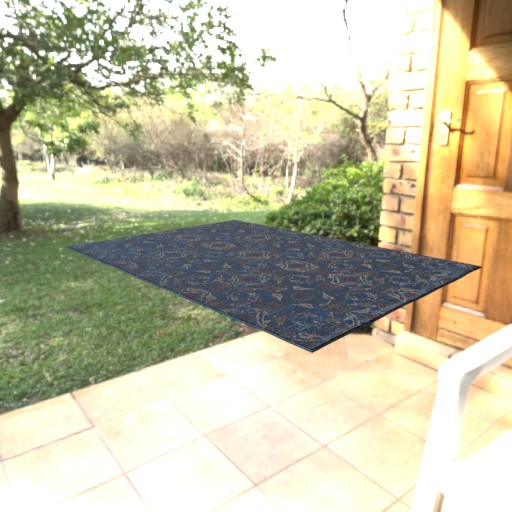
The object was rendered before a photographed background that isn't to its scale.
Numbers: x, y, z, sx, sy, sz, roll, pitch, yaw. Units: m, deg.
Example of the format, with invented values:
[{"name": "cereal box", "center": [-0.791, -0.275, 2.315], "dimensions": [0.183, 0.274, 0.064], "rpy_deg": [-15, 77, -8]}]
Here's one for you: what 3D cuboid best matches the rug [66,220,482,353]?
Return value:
[{"name": "rug", "center": [0.000, 0.000, 2.846], "dimensions": [1.567, 0.014, 2.207], "rpy_deg": [-13, 20, -42]}]
